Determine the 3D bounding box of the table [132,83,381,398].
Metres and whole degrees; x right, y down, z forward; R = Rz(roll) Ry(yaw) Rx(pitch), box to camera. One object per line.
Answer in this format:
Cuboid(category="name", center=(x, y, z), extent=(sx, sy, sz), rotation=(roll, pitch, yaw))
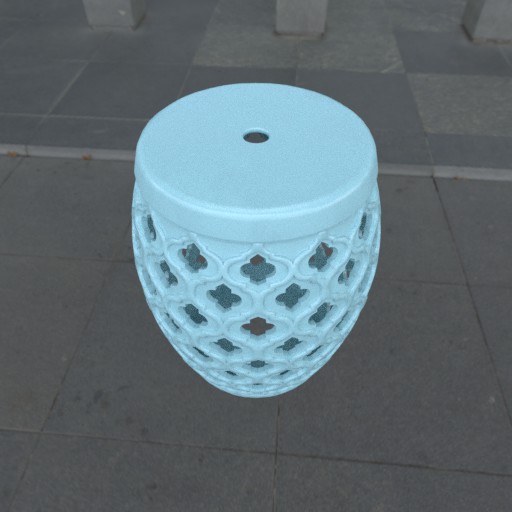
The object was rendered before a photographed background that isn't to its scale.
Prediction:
Cuboid(category="table", center=(0.000, 0.000, 0.627), extent=(0.325, 0.388, 0.325), rotation=(0, 47, 0))
